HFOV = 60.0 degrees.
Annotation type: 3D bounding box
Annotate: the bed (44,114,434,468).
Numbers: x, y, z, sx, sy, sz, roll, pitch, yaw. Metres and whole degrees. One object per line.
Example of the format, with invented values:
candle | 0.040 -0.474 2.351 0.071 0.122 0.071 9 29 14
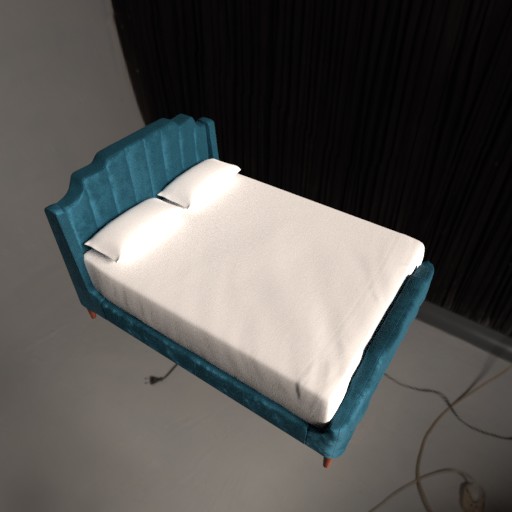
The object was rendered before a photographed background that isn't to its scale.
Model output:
bed | 0.000 0.000 3.309 2.322 1.338 1.678 24 48 24
